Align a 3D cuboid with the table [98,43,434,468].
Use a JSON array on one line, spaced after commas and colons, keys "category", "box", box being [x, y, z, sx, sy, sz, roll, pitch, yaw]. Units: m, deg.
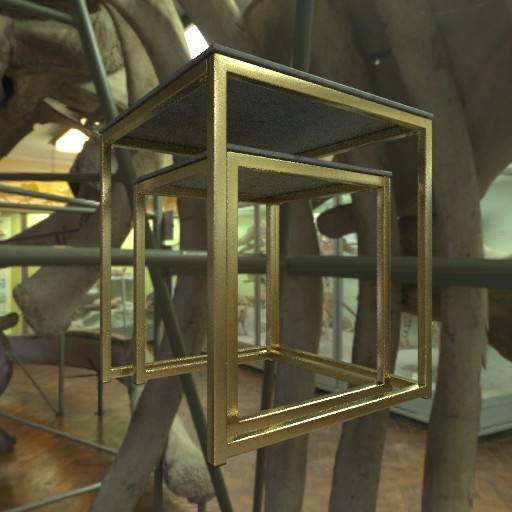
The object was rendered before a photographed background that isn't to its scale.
[{"category": "table", "box": [0.000, 0.000, 0.833, 0.450, 0.500, 0.450, 0, 0, -36]}]
